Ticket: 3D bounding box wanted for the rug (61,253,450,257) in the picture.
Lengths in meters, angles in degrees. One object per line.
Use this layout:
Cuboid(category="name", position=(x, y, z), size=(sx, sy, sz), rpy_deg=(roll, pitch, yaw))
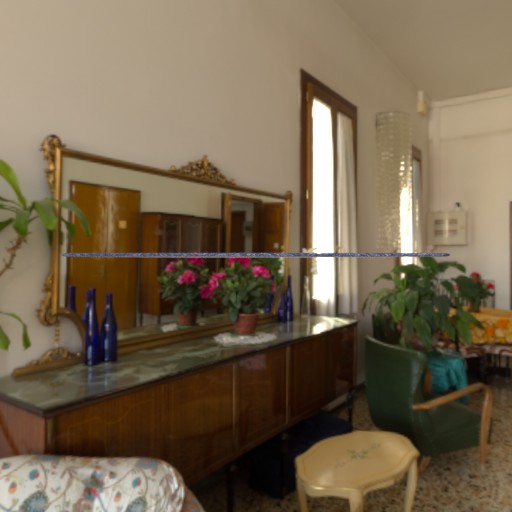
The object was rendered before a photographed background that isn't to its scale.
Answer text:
Cuboid(category="rug", position=(0.000, 0.000, 4.312), size=(2.385, 0.024, 3.245), rpy_deg=(0, 0, 0))
